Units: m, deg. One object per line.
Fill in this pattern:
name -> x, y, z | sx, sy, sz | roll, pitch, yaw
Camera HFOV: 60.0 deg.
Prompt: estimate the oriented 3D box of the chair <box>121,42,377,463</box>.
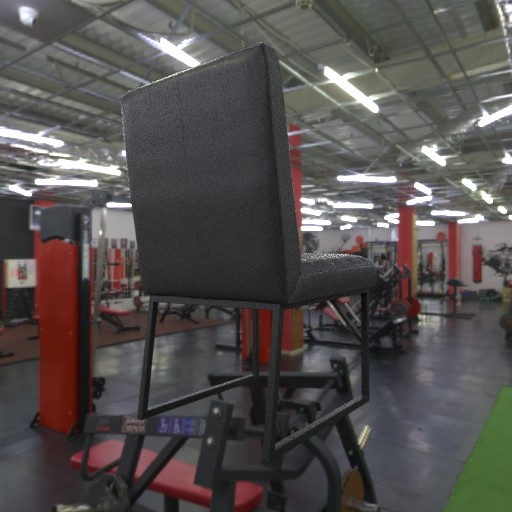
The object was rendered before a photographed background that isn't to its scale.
chair -> 0.000, 0.000, 1.333 | 0.520, 0.930, 0.634 | -1, -1, 37
